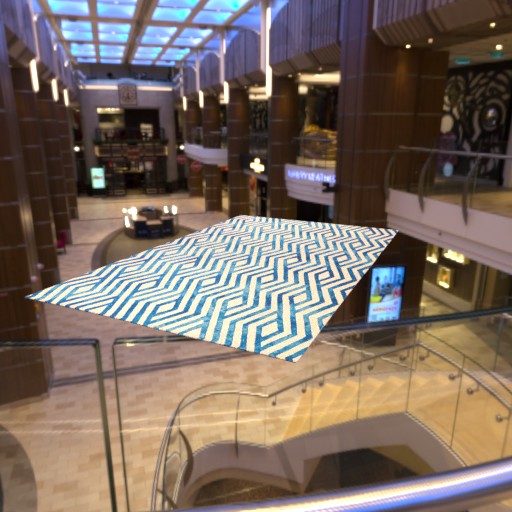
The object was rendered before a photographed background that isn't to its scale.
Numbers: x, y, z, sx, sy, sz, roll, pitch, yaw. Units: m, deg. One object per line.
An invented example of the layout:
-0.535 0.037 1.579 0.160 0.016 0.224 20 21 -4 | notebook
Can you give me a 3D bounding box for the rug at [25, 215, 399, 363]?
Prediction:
0.000 0.000 3.065 1.531 0.008 2.439 8 18 25 | rug
